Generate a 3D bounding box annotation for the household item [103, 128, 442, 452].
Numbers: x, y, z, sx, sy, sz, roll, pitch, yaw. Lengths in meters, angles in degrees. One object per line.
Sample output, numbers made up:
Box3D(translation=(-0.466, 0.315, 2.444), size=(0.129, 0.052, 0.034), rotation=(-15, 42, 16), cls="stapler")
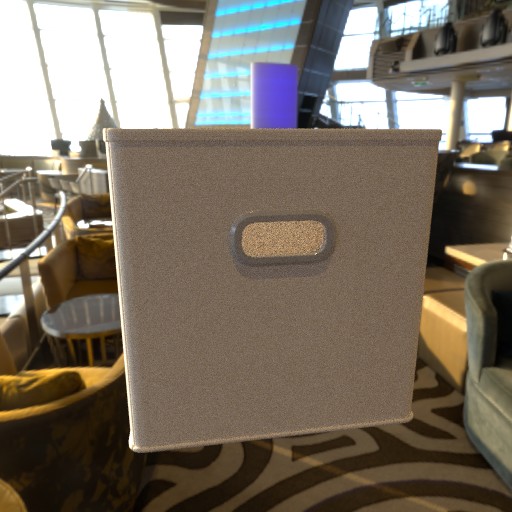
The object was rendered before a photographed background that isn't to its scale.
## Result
Box3D(translation=(0.000, 0.000, 0.558), size=(0.305, 0.305, 0.305), rotation=(-3, 16, -9), cls="household item")
